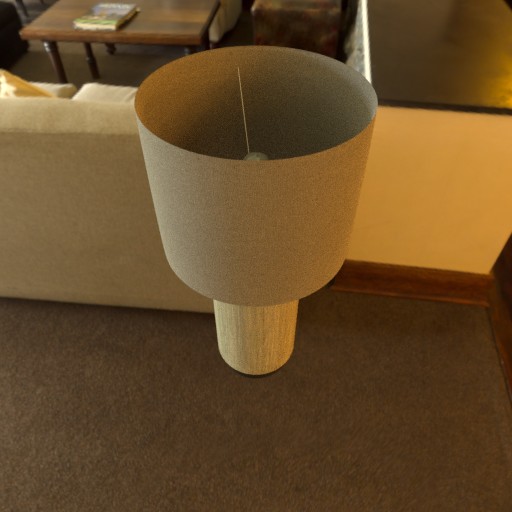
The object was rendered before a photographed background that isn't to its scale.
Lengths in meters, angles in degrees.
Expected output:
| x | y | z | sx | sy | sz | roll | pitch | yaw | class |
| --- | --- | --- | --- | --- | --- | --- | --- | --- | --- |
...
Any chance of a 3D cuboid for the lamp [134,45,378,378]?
| x | y | z | sx | sy | sz | roll | pitch | yaw | class |
| --- | --- | --- | --- | --- | --- | --- | --- | --- | --- |
| 0.000 | 0.000 | 0.578 | 0.228 | 0.444 | 0.228 | -32 | 54 | -27 | lamp |
